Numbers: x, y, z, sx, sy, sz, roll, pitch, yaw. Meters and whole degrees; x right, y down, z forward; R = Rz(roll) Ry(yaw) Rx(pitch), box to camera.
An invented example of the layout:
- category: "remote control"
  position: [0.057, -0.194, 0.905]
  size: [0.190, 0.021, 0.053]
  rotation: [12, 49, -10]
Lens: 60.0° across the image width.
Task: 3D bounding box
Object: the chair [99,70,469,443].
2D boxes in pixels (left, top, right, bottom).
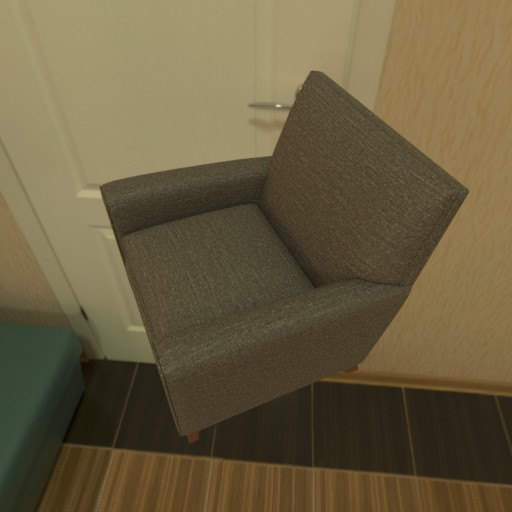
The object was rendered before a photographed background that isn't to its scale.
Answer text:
- category: "chair"
  position: [0.000, 0.000, 1.568]
  size: [0.875, 0.885, 0.838]
  rotation: [-18, 49, -16]
